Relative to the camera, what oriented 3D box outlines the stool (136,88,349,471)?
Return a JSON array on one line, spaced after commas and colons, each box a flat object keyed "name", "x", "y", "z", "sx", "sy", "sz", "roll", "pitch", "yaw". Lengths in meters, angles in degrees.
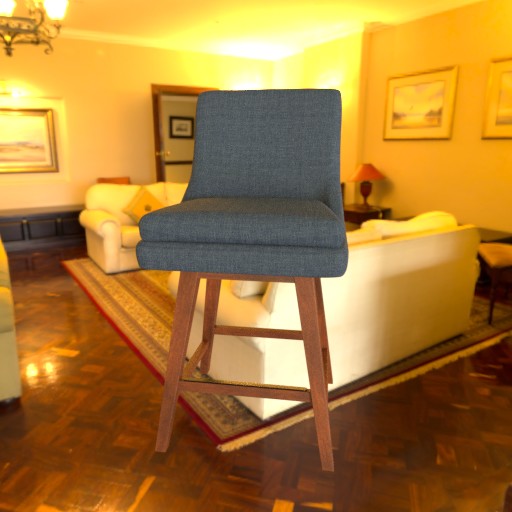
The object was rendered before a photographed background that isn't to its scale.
[{"name": "stool", "x": 0.000, "y": 0.000, "z": 1.186, "sx": 0.467, "sy": 0.895, "sz": 0.524, "roll": 2, "pitch": 14, "yaw": 9}]
